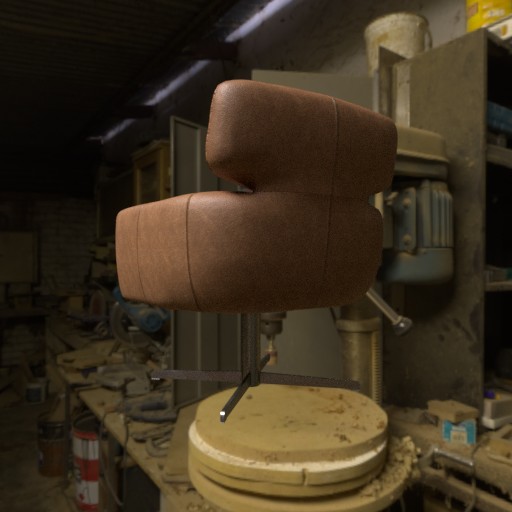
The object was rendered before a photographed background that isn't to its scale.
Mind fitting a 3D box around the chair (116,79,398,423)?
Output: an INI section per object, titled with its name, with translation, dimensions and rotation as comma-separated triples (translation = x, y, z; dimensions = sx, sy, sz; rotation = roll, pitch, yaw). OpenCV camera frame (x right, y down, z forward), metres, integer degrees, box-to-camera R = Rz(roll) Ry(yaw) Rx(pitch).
[chair]
translation = 0.000, 0.000, 1.377
dimensions = 0.706, 0.812, 0.715
rotation = 0, 0, -34
